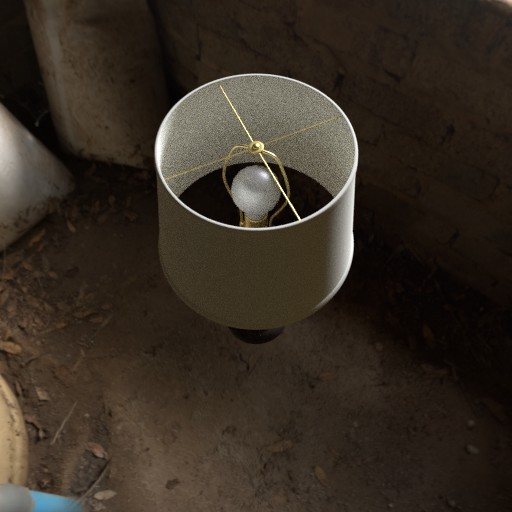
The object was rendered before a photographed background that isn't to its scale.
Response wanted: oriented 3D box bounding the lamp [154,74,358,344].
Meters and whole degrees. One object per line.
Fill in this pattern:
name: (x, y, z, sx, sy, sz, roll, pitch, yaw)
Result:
lamp: (0.000, 0.000, 0.831, 0.335, 0.611, 0.335, 0, 62, 0)
